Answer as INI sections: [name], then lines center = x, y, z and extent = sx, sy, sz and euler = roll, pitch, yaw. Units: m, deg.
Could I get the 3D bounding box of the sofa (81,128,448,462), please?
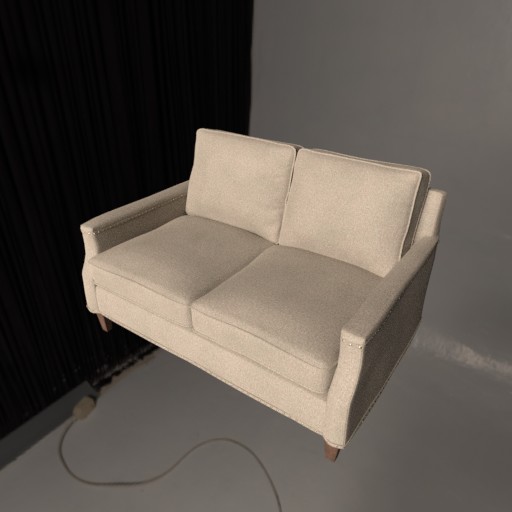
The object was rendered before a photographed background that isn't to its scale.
[sofa]
center = 0.000, 0.000, 2.292
extent = 1.597, 1.003, 1.084
euler = 19, 35, 30
